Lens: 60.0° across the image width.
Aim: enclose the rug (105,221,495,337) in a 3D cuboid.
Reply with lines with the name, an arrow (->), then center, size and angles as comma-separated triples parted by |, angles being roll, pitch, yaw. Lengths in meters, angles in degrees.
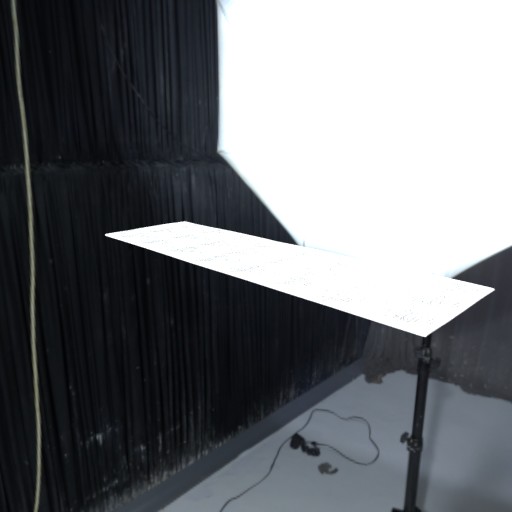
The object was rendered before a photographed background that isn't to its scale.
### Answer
rug -> 0.000, 0.000, 2.364 | 0.645, 0.015, 2.182 | -14, 20, -43
